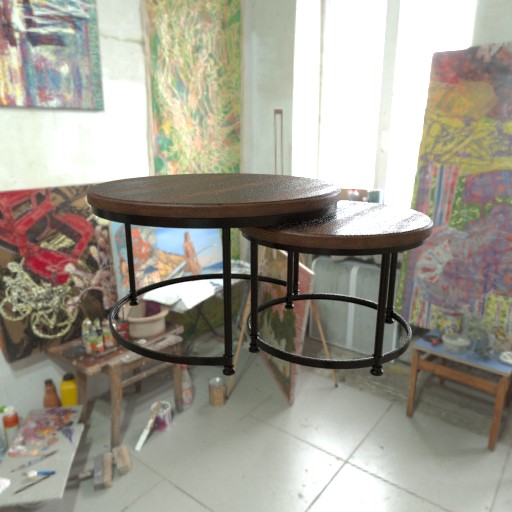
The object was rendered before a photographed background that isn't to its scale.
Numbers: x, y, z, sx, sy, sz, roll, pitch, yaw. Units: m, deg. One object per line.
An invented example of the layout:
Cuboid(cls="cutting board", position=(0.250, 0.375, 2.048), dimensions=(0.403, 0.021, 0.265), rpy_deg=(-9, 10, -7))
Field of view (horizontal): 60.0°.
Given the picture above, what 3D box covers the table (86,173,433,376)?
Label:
Cuboid(cls="table", position=(0.000, 0.000, 1.624), dimensions=(1.152, 0.516, 0.870), rpy_deg=(2, 16, 8))
